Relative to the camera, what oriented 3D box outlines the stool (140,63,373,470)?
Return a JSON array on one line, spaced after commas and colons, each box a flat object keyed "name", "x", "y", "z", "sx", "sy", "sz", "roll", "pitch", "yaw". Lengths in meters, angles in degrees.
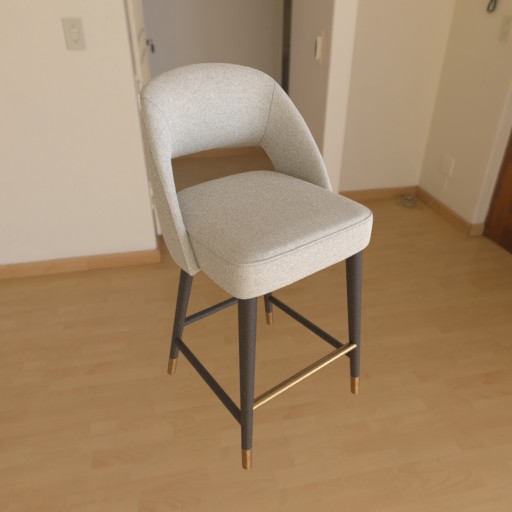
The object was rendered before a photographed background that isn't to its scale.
[{"name": "stool", "x": 0.000, "y": 0.000, "z": 1.232, "sx": 0.494, "sy": 0.940, "sz": 0.509, "roll": -21, "pitch": 37, "yaw": -31}]
